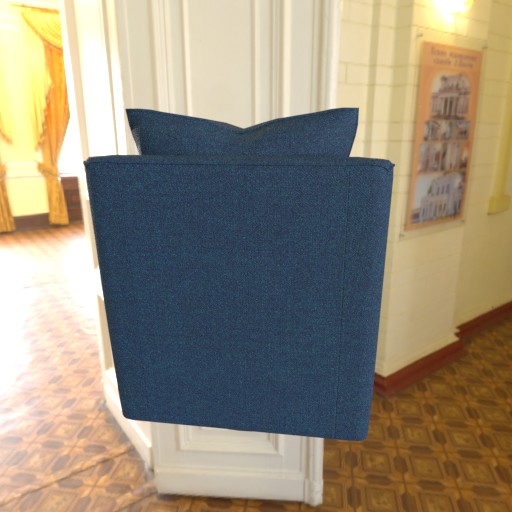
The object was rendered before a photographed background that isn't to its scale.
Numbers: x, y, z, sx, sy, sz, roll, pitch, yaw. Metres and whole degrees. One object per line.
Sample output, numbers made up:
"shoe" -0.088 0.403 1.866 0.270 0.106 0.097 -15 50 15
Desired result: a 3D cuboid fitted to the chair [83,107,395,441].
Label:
"chair" 0.000 0.000 1.523 0.750 0.939 0.870 2 16 8
